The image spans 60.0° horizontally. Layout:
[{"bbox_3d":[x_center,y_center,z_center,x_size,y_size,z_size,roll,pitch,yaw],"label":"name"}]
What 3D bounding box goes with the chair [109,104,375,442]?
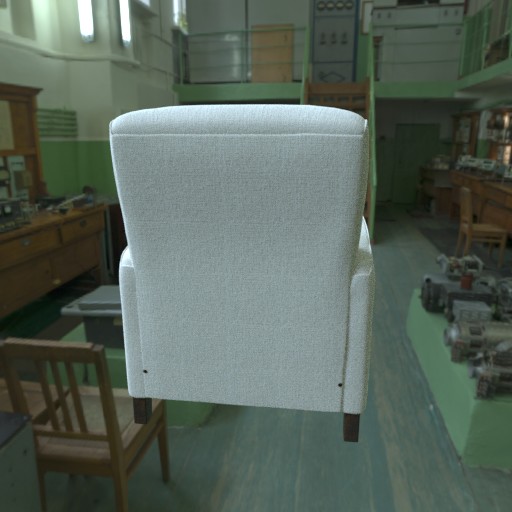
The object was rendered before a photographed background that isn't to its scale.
[{"bbox_3d":[0.000,0.000,1.652,0.841,1.028,0.858,2,16,7],"label":"chair"}]
